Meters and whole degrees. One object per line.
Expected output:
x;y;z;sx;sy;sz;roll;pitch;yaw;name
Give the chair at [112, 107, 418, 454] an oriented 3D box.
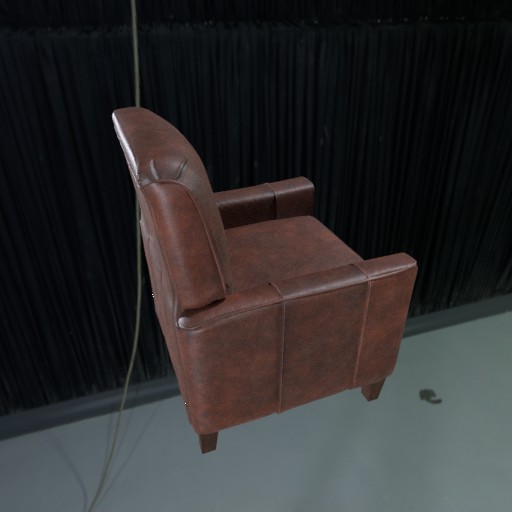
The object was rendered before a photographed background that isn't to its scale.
0.000;0.000;1.656;0.836;1.043;0.843;-11;32;-18;chair
